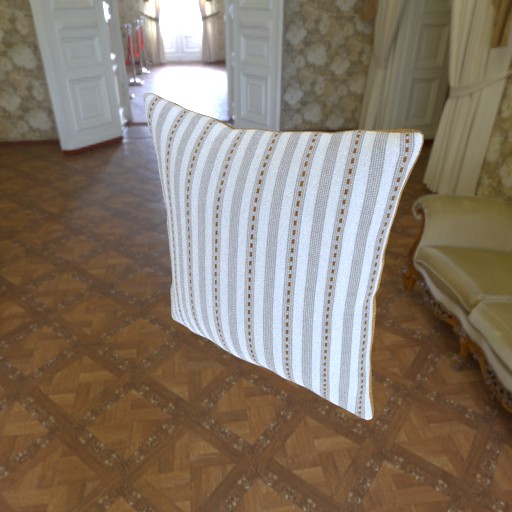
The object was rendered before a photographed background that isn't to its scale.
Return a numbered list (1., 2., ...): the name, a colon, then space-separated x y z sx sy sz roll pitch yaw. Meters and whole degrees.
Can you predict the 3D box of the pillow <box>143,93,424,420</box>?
1. pillow: 0.000 0.000 0.673 0.432 0.437 0.147 20 36 30
